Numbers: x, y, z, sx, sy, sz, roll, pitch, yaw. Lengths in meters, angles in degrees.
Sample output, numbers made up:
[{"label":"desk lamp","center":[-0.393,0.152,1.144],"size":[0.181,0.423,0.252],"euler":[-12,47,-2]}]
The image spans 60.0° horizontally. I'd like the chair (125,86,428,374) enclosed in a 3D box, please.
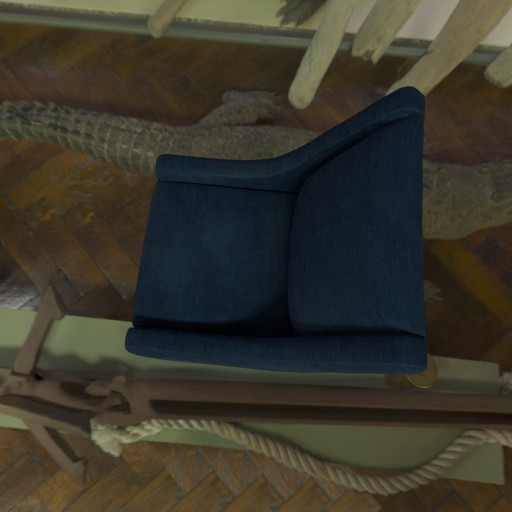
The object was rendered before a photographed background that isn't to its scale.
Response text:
[{"label":"chair","center":[0.000,0.000,1.581],"size":[0.870,1.014,0.774],"euler":[5,74,1]}]
